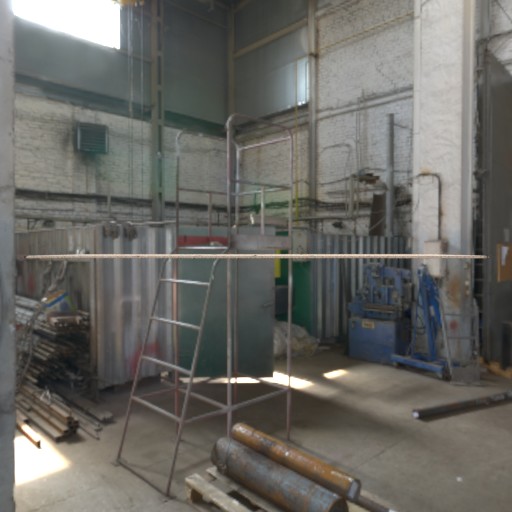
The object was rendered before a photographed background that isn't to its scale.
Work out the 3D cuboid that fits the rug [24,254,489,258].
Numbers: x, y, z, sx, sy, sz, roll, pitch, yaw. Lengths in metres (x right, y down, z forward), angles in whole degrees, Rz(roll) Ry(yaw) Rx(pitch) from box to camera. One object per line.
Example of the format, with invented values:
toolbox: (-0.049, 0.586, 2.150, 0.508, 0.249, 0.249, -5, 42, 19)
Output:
rug: (0.000, 0.000, 2.698, 2.438, 0.012, 0.762, 0, 1, 0)
